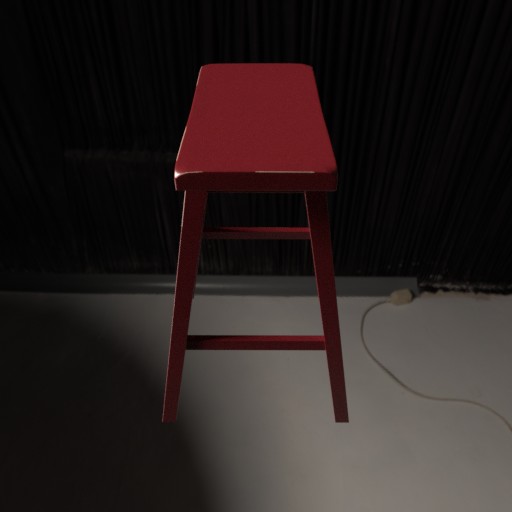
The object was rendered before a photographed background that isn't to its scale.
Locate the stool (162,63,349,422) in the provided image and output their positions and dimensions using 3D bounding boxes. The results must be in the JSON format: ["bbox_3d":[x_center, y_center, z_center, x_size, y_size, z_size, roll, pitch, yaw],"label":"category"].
[{"bbox_3d":[0.000,0.000,1.053,0.476,0.737,0.457,0,42,0],"label":"stool"}]
